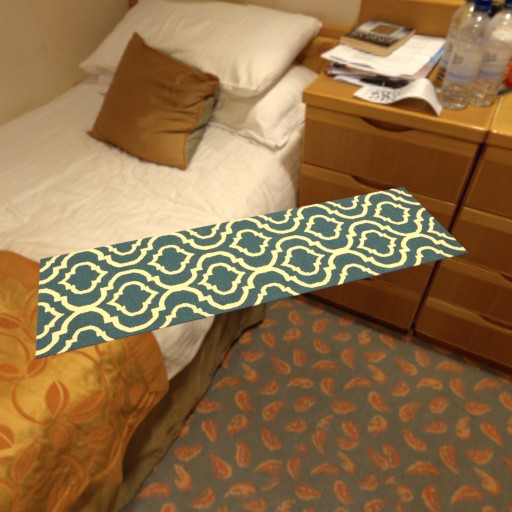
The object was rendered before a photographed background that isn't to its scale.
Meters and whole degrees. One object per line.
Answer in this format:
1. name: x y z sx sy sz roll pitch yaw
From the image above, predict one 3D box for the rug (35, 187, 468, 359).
1. rug: 0.000 0.000 2.482 2.296 0.006 0.685 -12 44 -13
